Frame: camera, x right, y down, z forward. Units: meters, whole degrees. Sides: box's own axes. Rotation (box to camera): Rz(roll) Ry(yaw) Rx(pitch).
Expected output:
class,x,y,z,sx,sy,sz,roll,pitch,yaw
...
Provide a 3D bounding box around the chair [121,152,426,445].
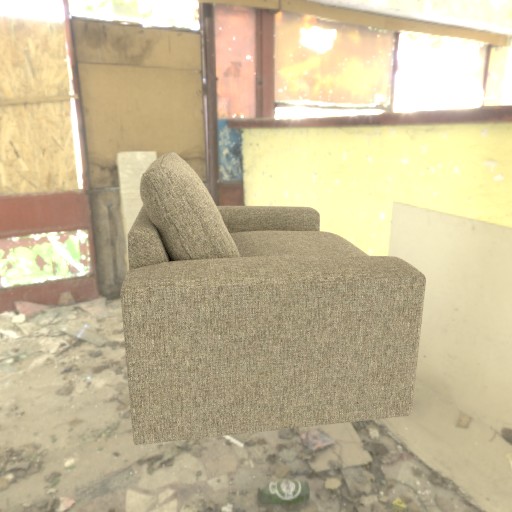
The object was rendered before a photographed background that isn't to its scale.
class,x,y,z,sx,sy,sz,roll,pitch,yaw
chair,0.000,0.000,2.066,1.039,0.915,1.398,-3,16,-9
